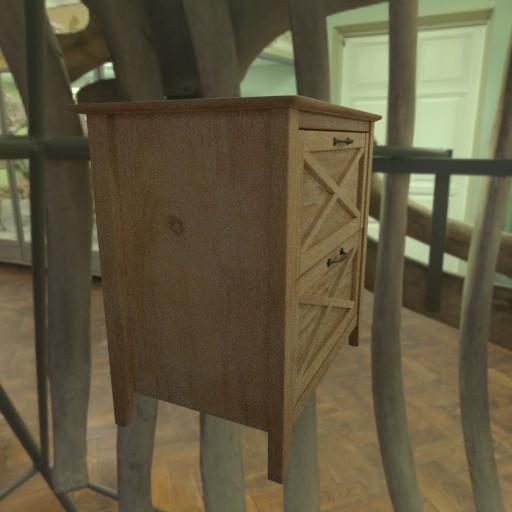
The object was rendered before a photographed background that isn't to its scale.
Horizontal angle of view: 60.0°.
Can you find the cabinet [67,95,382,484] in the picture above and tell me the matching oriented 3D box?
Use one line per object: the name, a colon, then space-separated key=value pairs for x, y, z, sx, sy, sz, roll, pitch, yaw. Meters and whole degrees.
cabinet: x=0.000 y=0.000 z=1.226 sx=0.503 sy=0.762 sz=0.763 roll=7 pitch=16 yaw=24
